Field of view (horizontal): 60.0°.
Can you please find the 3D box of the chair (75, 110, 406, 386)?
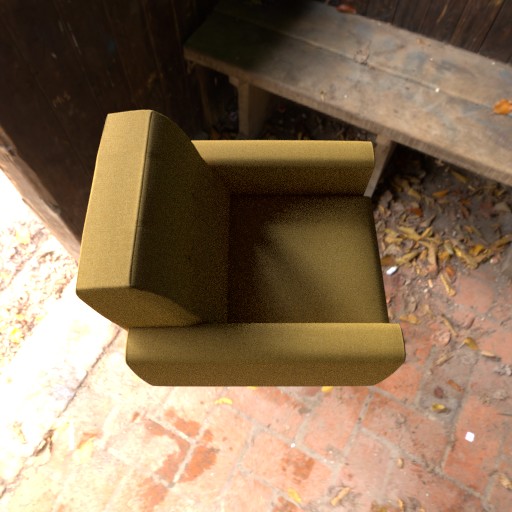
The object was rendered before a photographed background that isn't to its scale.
[{"bbox_3d":[0.000,0.000,1.563,0.909,0.841,0.831,0,64,0],"label":"chair"}]
